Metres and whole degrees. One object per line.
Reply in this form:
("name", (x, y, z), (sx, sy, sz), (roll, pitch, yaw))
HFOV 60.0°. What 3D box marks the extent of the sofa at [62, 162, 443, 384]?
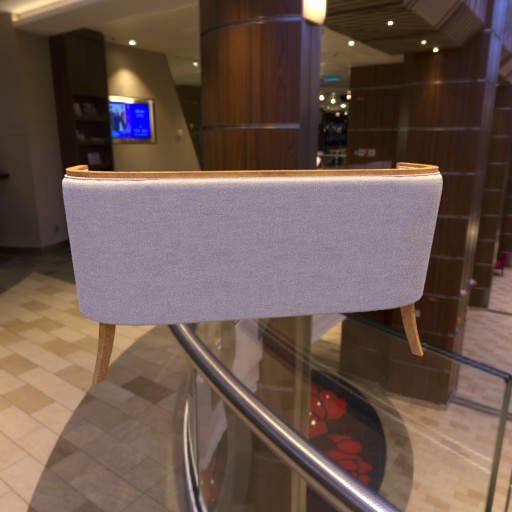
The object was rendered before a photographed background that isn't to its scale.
("sofa", (0.000, 0.000, 1.932), (1.474, 0.775, 0.770), (-3, 15, -10))
